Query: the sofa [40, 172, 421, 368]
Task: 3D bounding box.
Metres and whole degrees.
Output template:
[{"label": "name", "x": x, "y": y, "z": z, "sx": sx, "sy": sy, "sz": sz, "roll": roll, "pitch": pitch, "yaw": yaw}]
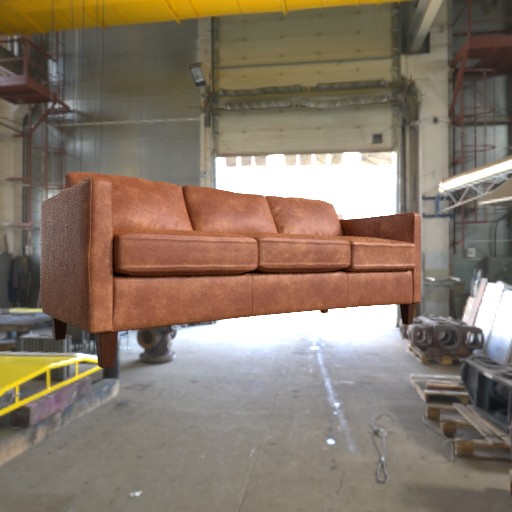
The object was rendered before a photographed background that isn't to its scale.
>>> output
[{"label": "sofa", "x": 0.000, "y": 0.000, "z": 2.959, "sx": 2.464, "sy": 1.006, "sz": 1.045, "roll": 1, "pitch": -1, "yaw": -37}]
